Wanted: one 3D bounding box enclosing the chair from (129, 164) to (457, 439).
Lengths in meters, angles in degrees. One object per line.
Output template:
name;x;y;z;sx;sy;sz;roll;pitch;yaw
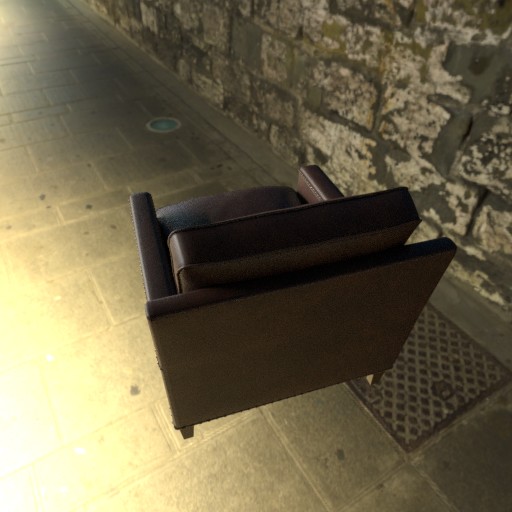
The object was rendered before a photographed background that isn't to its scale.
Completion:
chair;0.000;0.000;1.691;0.853;0.929;1.014;-12;42;-13
